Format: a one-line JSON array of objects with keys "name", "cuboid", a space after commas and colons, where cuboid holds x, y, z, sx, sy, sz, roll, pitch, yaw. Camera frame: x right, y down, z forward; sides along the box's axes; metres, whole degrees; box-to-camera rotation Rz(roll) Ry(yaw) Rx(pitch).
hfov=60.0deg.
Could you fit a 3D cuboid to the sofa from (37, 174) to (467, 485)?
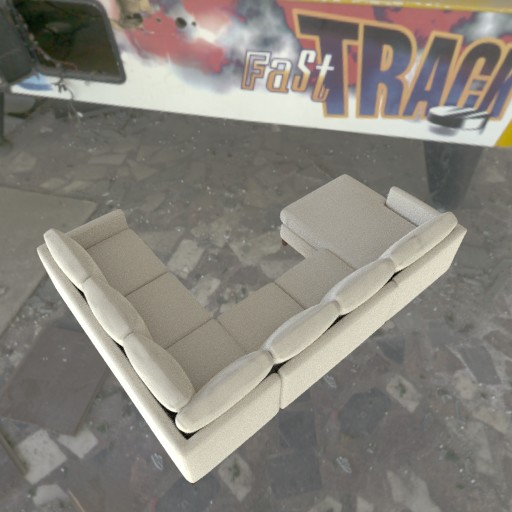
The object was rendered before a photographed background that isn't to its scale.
[{"name": "sofa", "cuboid": [0.000, 0.000, 4.543, 3.459, 0.956, 2.593, -32, 55, -26]}]
